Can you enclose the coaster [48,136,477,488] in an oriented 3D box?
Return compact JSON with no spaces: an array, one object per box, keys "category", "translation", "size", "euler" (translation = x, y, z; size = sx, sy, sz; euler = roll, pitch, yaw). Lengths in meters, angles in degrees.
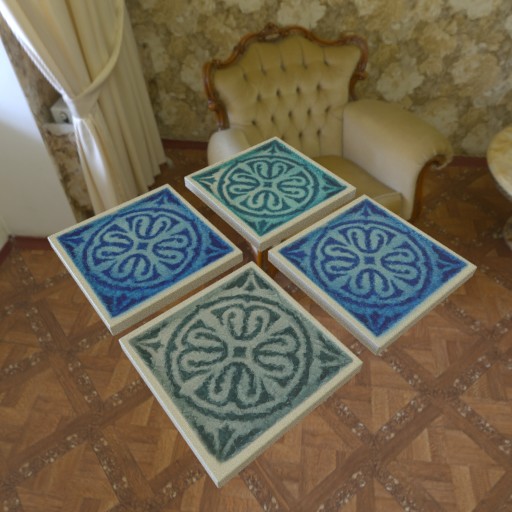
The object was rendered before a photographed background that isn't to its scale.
[{"category":"coaster","translation":[0.000,0.000,0.317],"size":[0.219,0.010,0.214],"euler":[-30,54,-26]}]
